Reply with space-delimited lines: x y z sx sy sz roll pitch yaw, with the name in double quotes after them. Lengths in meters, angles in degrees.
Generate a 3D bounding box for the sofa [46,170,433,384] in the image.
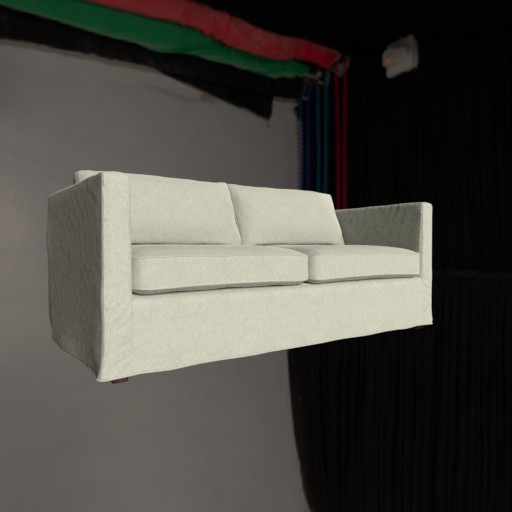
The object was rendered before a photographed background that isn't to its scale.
0.000 0.000 2.446 1.987 0.870 0.940 -1 1 -36 "sofa"
